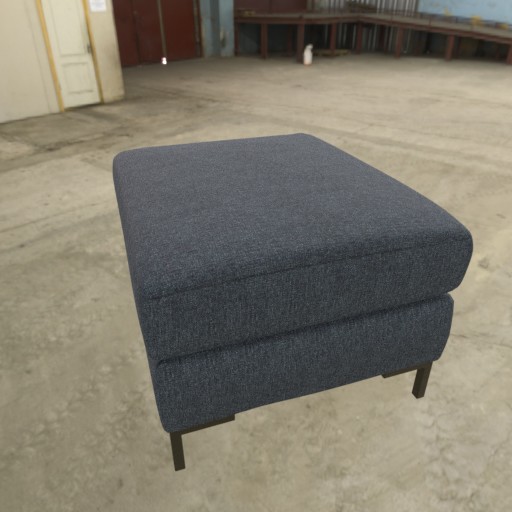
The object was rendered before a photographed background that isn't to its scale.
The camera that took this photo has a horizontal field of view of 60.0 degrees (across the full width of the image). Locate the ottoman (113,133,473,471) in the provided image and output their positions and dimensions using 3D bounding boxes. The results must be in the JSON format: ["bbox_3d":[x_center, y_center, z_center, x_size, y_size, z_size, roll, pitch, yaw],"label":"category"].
[{"bbox_3d":[0.000,0.000,1.249,0.695,0.533,0.831,-10,31,-17],"label":"ottoman"}]
